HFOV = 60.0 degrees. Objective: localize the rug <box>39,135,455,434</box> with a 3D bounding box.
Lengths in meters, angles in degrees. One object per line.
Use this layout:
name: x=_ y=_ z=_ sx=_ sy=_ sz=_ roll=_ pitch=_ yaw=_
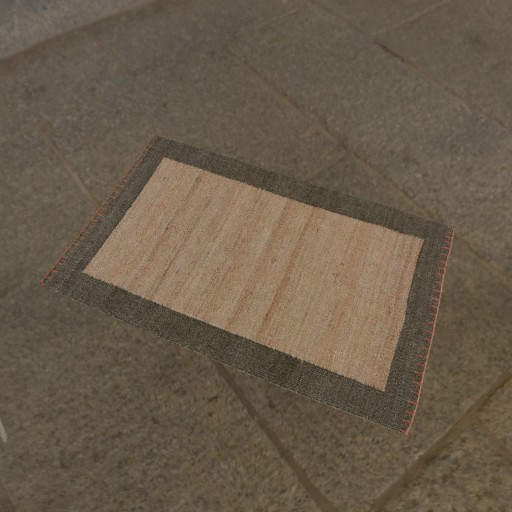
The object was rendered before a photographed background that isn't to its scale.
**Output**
rug: x=0.000 y=0.000 z=2.997 sx=2.435 sy=0.006 sz=1.521 roll=20 pitch=60 yaw=12
